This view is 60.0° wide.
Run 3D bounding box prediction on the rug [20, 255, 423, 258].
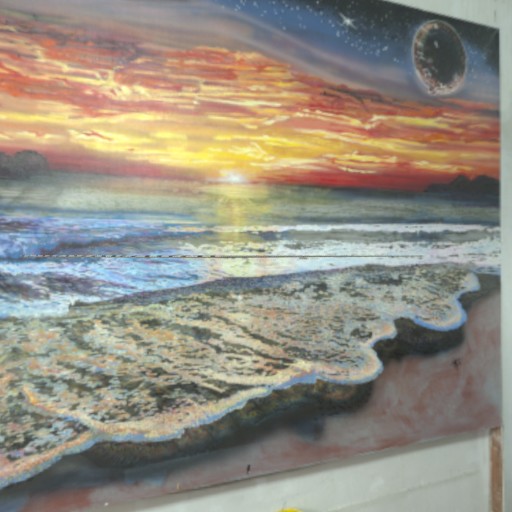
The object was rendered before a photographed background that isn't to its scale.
[{"bbox_3d":[0.000,0.000,3.021,1.523,0.008,2.438,0,0,37],"label":"rug"}]
